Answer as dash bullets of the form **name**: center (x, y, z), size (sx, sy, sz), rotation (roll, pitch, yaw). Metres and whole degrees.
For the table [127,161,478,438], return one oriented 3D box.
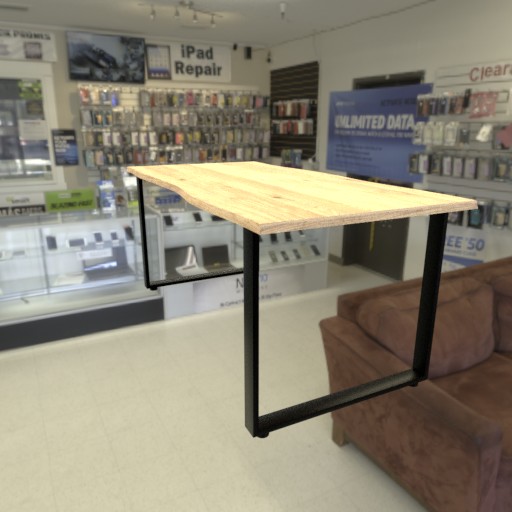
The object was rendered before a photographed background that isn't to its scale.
- **table**: center (0.000, 0.000, 2.258), size (0.900, 0.780, 1.800), rotation (-8, 19, -25)
